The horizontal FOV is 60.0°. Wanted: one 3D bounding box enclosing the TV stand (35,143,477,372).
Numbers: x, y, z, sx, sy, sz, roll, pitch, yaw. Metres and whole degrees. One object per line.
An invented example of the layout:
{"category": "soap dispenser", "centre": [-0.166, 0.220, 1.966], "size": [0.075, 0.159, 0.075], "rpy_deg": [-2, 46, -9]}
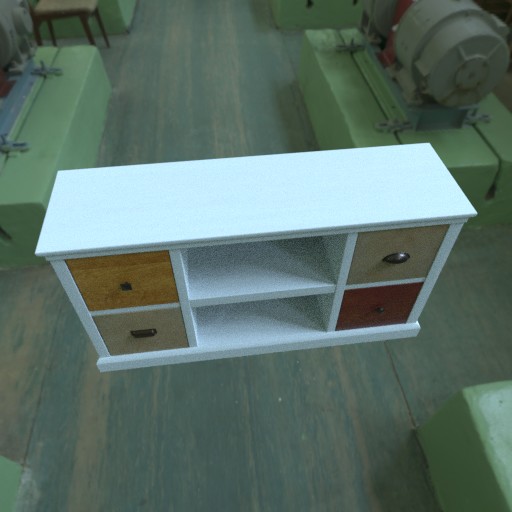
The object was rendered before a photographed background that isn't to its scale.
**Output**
{"category": "TV stand", "centre": [0.000, 0.000, 1.540], "size": [1.187, 0.624, 0.424], "rpy_deg": [-5, 48, -5]}
